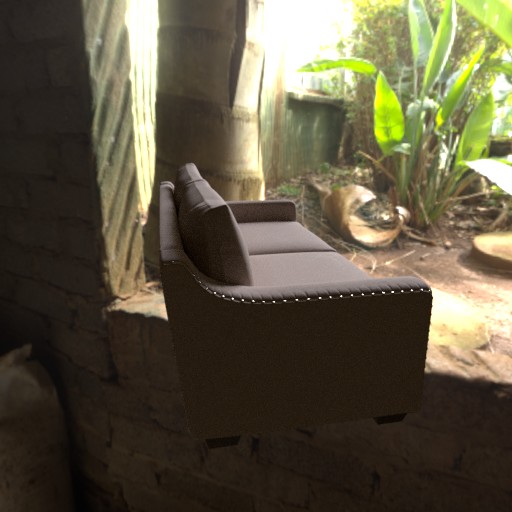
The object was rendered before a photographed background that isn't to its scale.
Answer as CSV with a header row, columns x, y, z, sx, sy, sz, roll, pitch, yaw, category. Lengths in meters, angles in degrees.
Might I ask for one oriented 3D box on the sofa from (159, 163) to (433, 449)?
x,y,z,sx,sy,sz,roll,pitch,yaw,category
0.000,0.000,2.497,1.030,0.901,1.967,-3,17,-11,sofa
